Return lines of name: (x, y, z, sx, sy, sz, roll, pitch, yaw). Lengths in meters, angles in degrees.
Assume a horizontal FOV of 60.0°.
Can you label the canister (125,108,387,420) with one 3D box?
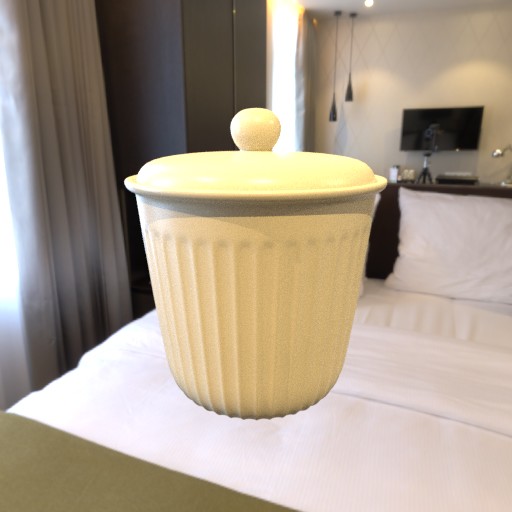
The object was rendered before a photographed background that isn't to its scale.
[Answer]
canister: (0.000, 0.000, 0.332, 0.181, 0.211, 0.181, 0, 15, 0)
